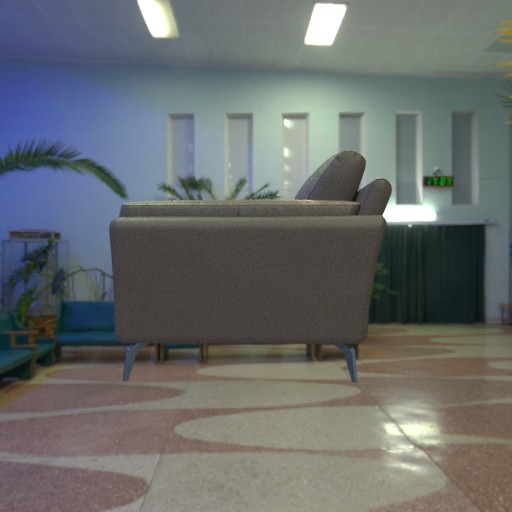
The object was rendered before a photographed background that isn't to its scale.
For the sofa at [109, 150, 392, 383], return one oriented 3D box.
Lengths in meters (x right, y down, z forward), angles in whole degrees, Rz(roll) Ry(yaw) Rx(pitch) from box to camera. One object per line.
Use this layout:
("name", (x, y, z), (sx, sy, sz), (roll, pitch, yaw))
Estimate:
("sofa", (0.000, 0.000, 2.634), (1.049, 0.930, 2.101), (0, 0, 1))
